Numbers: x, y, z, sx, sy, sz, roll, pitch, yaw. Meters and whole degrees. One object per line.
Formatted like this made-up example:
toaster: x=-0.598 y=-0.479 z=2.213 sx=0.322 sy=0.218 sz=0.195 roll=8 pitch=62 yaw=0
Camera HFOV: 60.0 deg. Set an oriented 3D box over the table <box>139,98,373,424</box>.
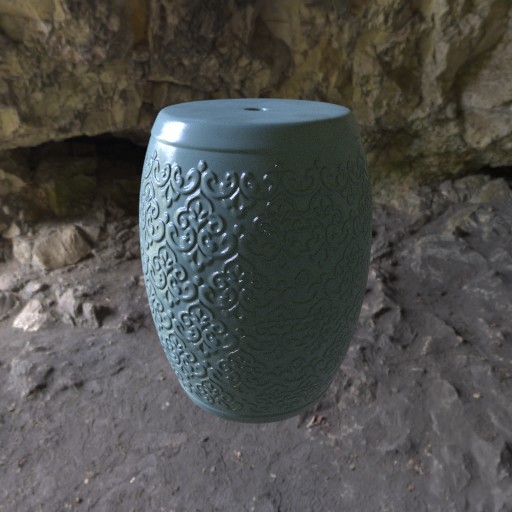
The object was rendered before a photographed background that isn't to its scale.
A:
table: x=0.000 y=0.000 z=0.620 sx=0.309 sy=0.397 sz=0.309 roll=0 pitch=25 yaw=0
